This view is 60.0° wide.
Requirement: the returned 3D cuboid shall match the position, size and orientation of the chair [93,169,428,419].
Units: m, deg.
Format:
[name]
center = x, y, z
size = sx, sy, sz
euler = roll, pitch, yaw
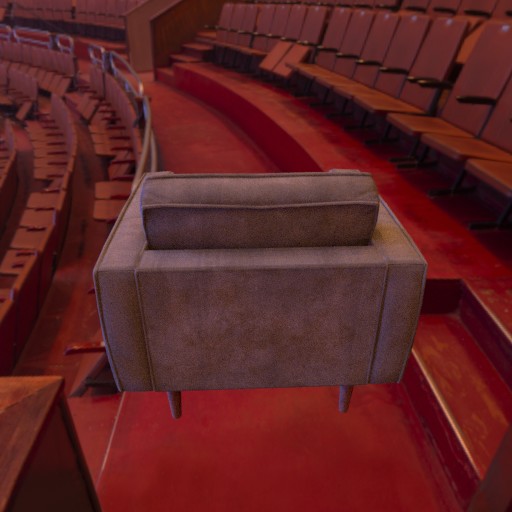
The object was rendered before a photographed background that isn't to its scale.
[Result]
[chair]
center = 0.000, 0.000, 1.603
size = 0.928, 0.773, 0.843
euler = -1, 30, -2
